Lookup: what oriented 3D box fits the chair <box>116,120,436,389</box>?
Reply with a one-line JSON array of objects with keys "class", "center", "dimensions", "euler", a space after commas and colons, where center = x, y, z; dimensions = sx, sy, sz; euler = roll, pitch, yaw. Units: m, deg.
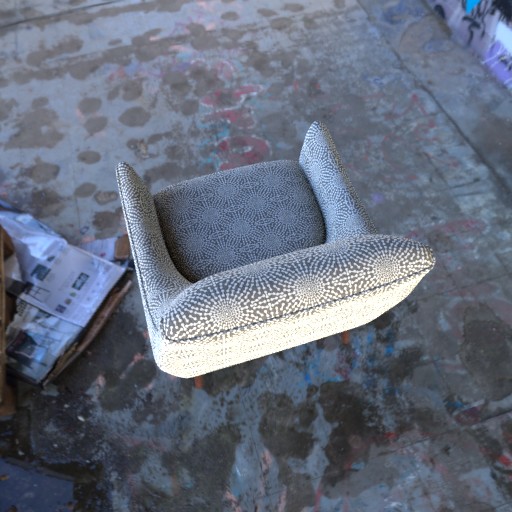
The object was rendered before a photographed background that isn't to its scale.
[{"class": "chair", "center": [0.000, 0.000, 1.464], "dimensions": [0.762, 0.838, 0.787], "euler": [-15, 59, -9]}]
